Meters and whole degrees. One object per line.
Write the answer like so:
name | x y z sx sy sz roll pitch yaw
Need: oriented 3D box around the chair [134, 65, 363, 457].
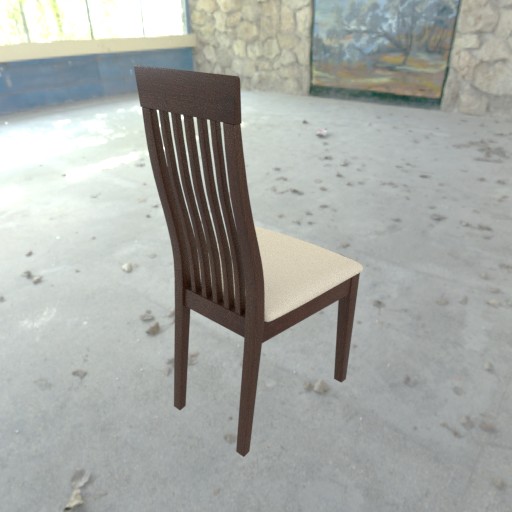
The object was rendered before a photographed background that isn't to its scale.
chair | 0.000 0.000 1.269 0.460 1.027 0.474 21 36 33
